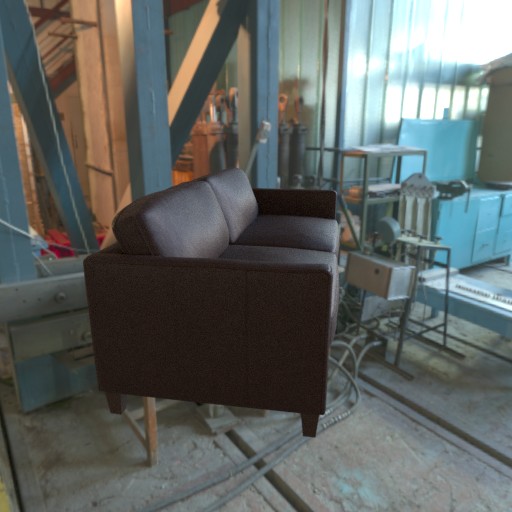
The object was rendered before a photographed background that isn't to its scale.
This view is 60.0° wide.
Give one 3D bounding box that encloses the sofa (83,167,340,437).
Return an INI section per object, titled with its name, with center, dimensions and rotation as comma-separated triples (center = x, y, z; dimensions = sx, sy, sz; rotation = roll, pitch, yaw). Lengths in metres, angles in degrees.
[sofa]
center = 0.000, 0.000, 2.487
dimensions = 0.923, 0.863, 1.971
rotation = 3, 16, 10
